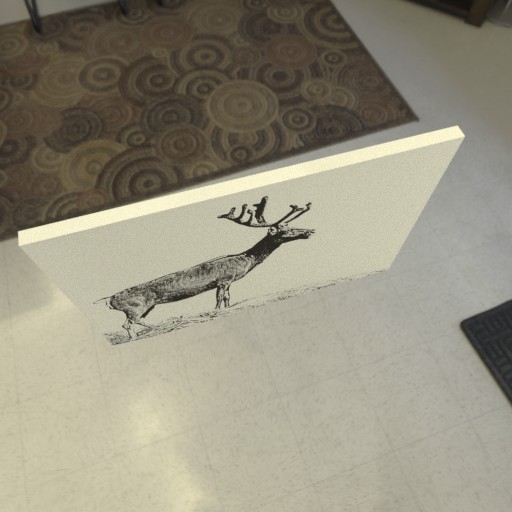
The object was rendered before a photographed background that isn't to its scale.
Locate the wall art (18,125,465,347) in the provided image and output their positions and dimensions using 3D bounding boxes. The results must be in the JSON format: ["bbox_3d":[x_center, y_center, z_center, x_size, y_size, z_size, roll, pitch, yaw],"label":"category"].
[{"bbox_3d":[0.000,0.000,1.142,0.906,0.617,0.033,-15,62,-8],"label":"wall art"}]
